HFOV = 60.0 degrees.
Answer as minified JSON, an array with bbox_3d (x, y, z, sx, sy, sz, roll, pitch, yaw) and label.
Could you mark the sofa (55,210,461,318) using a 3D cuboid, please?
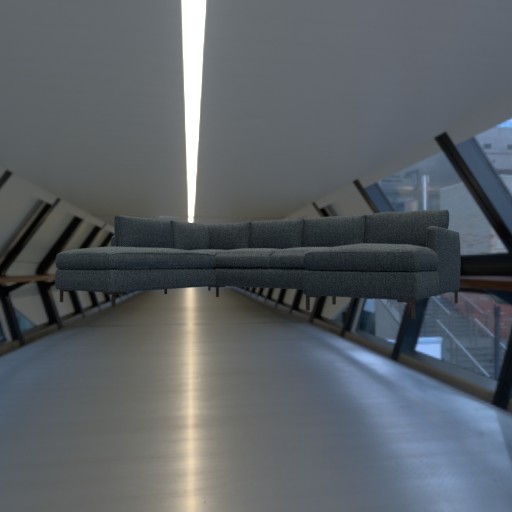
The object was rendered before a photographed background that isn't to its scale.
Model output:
[{"bbox_3d":[0.000,0.000,3.569,2.737,0.753,1.879,-1,-1,36],"label":"sofa"}]
